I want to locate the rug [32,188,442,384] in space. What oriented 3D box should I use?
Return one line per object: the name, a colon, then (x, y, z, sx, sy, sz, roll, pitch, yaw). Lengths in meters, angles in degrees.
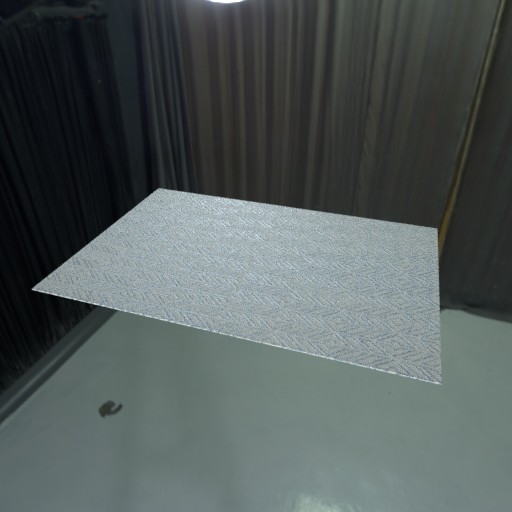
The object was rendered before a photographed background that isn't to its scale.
rug: (0.000, 0.000, 2.338, 1.824, 0.008, 1.220, 10, 34, 15)
